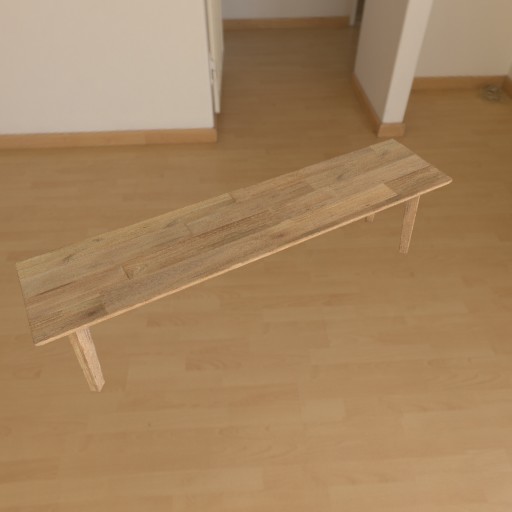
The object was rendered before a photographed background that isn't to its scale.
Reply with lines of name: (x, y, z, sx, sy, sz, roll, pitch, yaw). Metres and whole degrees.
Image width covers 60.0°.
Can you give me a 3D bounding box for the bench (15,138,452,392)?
bench: (0.000, 0.000, 1.859, 1.698, 0.431, 0.378, -21, 49, -20)
